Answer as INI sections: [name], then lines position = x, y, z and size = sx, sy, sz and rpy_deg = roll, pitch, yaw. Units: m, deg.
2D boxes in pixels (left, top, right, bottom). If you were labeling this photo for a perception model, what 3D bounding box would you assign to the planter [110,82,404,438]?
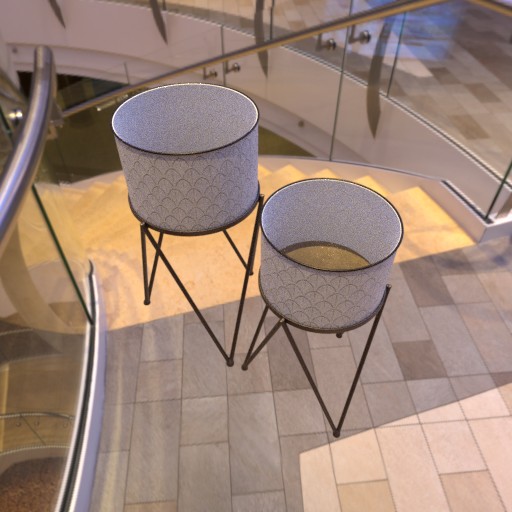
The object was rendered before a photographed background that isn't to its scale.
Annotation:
[planter]
position = 0.000, 0.000, 1.179
size = 0.769, 0.712, 0.413
rpy_deg = 30, 52, 26
